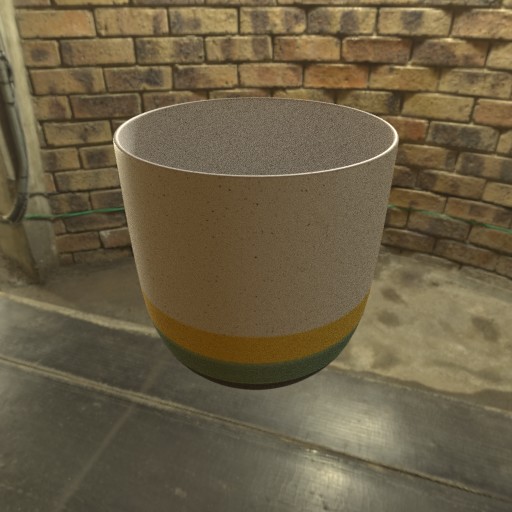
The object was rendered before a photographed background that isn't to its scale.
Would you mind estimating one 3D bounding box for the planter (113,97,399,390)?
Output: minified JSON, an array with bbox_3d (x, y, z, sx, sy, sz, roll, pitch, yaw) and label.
[{"bbox_3d":[0.000,0.000,0.368,0.195,0.214,0.195,0,31,0],"label":"planter"}]
